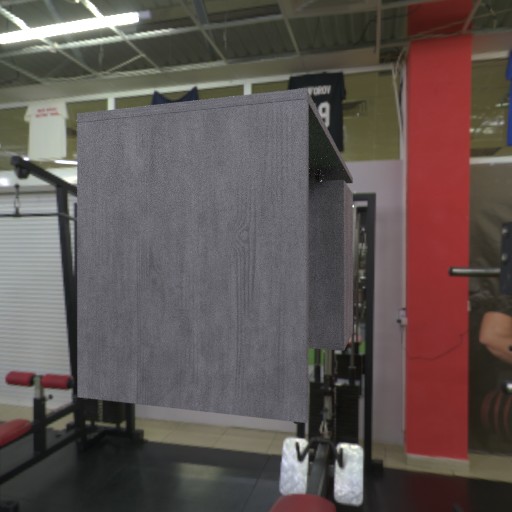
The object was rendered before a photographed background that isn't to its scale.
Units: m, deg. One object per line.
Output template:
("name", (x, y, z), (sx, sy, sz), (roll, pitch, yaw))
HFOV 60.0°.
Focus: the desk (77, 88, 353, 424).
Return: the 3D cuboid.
("desk", (0.000, 0.000, 1.633), (0.600, 0.740, 1.200), (0, 0, 17))
